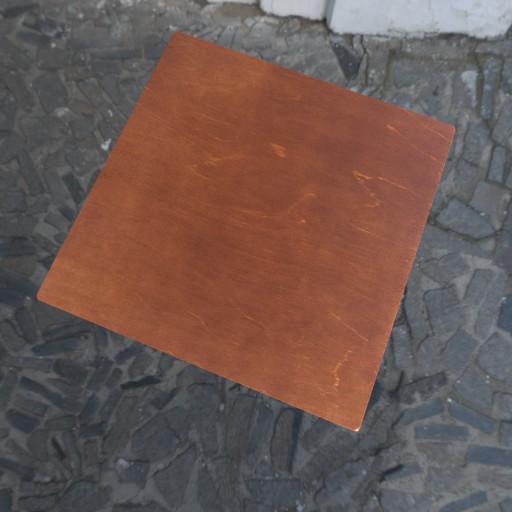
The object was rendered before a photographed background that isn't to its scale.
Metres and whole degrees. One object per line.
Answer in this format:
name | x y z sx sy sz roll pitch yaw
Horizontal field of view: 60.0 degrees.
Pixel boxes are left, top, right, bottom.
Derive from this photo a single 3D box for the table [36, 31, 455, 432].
table | 0.000 0.000 0.836 0.427 0.520 0.427 21 77 5
